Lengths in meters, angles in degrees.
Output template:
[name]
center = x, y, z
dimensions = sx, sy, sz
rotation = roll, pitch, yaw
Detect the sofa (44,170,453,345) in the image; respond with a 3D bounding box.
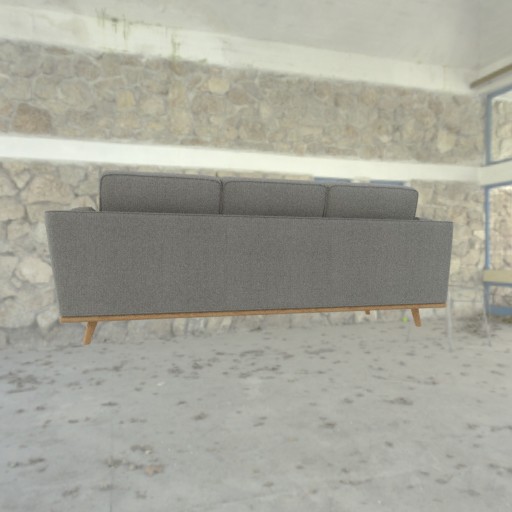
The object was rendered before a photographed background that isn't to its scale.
[sofa]
center = 0.000, 0.000, 2.830
dimensions = 2.362, 0.899, 0.903
rotation = 0, 0, -17
